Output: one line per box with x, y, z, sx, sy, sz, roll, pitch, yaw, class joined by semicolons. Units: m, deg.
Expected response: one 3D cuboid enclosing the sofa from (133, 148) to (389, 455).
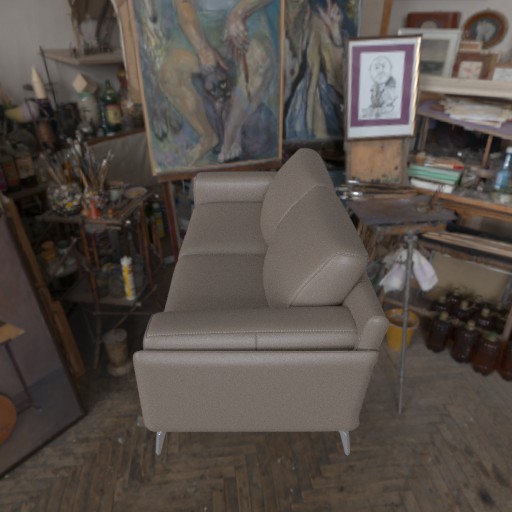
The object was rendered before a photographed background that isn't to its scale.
0.000;0.000;2.636;1.049;0.930;2.101;0;29;-1;sofa
